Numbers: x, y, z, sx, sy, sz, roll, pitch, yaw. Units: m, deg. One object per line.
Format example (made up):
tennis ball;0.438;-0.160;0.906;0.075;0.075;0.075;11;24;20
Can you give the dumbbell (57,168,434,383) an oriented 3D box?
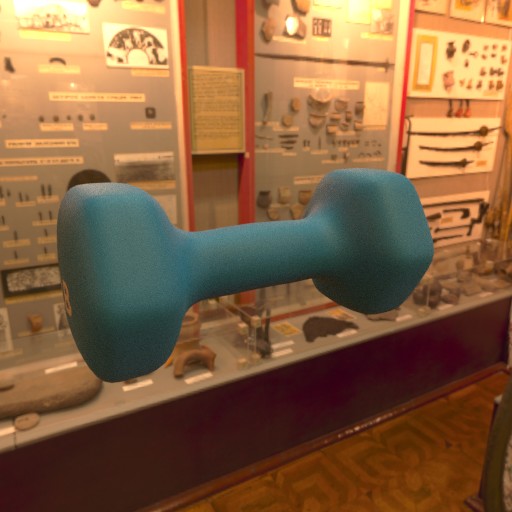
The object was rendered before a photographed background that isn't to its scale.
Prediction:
dumbbell;0.000;0.000;0.187;0.152;0.066;0.074;-9;19;-27
